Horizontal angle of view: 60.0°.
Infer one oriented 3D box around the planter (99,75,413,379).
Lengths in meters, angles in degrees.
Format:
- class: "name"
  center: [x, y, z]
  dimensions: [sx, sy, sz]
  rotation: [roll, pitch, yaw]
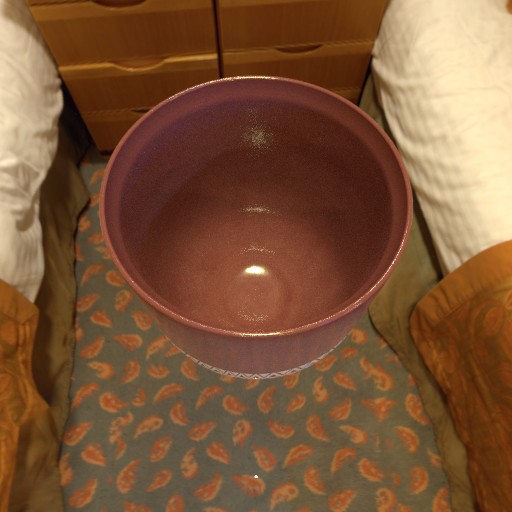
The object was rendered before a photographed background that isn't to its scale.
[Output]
- class: "planter"
  center: [0.000, 0.000, 0.499]
  dimensions: [0.266, 0.270, 0.266]
  rotation: [0, 64, 0]
